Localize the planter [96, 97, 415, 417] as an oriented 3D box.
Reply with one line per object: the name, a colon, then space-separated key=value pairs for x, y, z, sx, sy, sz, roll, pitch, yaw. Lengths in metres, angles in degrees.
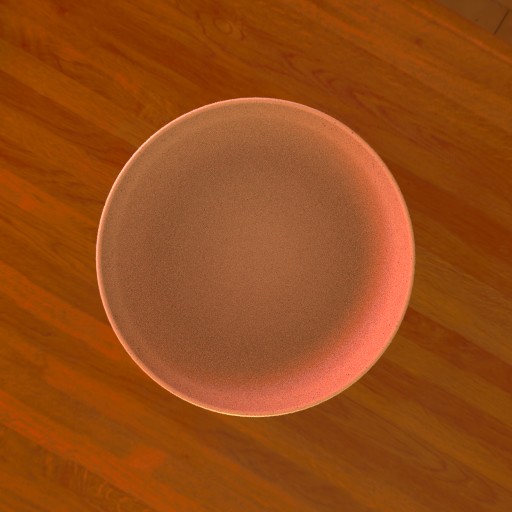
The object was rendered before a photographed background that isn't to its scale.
planter: x=0.000 y=0.000 z=0.502 sx=0.268 sy=0.270 sz=0.268 roll=0 pitch=91 yaw=0
